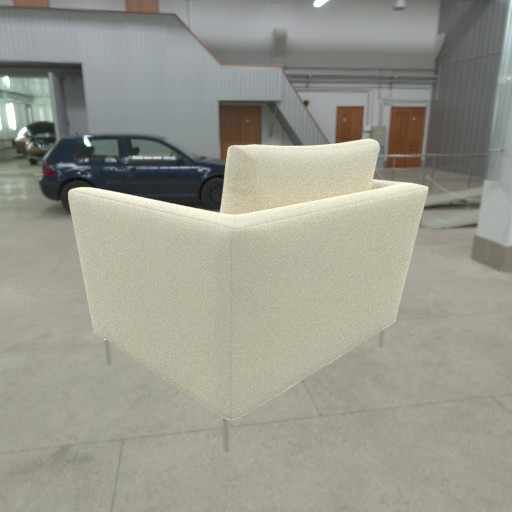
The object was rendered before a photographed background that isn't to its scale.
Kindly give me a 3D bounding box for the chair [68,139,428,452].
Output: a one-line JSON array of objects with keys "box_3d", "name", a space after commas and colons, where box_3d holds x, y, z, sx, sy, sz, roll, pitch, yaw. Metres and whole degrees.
[{"box_3d": [0.000, 0.000, 1.696, 0.889, 0.865, 1.041, 15, 22, 42], "name": "chair"}]
